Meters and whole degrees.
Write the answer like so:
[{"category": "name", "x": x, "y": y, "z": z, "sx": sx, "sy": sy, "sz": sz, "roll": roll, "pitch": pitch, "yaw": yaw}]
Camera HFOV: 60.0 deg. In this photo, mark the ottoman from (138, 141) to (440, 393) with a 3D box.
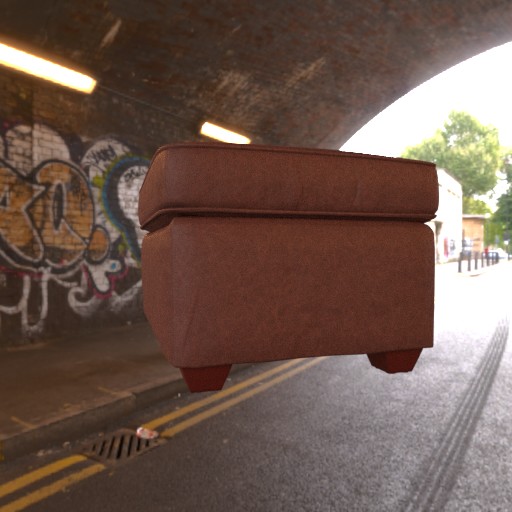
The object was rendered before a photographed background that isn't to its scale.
[{"category": "ottoman", "x": 0.000, "y": 0.000, "z": 1.116, "sx": 0.548, "sy": 0.449, "sz": 0.749, "roll": 0, "pitch": 1, "yaw": -18}]
